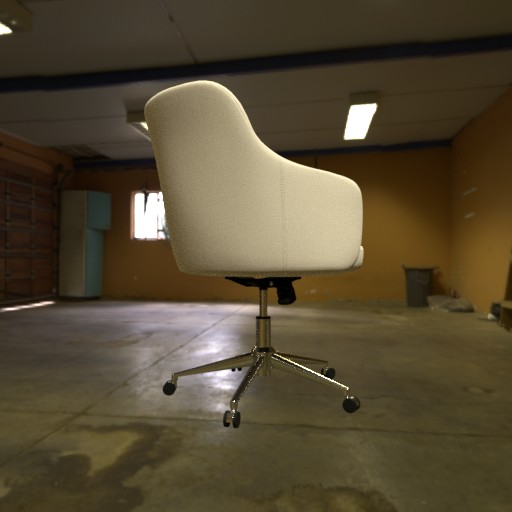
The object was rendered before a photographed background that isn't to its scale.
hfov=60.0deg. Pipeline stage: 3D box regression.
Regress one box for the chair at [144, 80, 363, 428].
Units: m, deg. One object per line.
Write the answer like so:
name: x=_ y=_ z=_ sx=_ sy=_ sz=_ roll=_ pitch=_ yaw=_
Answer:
chair: x=0.000 y=0.000 z=1.309 sx=0.647 sy=0.819 sz=0.602 roll=0 pitch=-1 yaw=-37
